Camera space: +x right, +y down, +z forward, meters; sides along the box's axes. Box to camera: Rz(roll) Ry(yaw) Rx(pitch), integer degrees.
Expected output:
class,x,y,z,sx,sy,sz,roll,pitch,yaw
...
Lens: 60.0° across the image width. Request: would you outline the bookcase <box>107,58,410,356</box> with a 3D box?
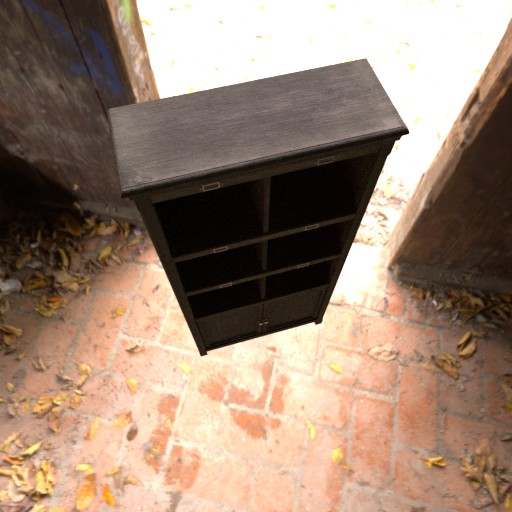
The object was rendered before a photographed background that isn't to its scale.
class,x,y,z,sx,sy,sz,roll,pitch,yaw
bookcase,0.000,0.000,2.233,0.906,1.880,0.348,-14,64,-7
